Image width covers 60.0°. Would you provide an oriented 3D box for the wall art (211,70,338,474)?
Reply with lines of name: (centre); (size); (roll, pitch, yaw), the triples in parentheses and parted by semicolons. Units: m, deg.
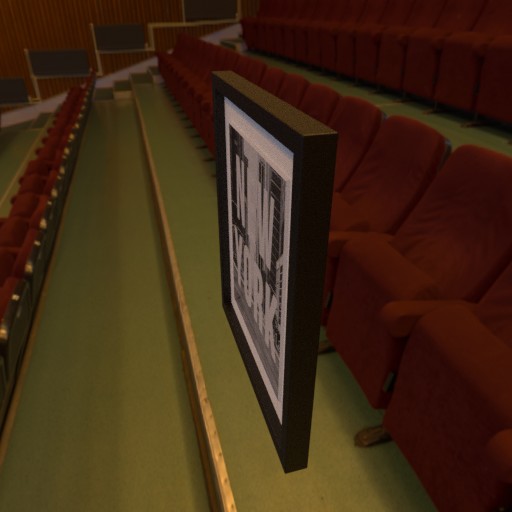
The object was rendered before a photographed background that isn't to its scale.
wall art: (0.000, 0.000, 0.543); (0.028, 0.381, 0.328); (-8, 31, -14)
